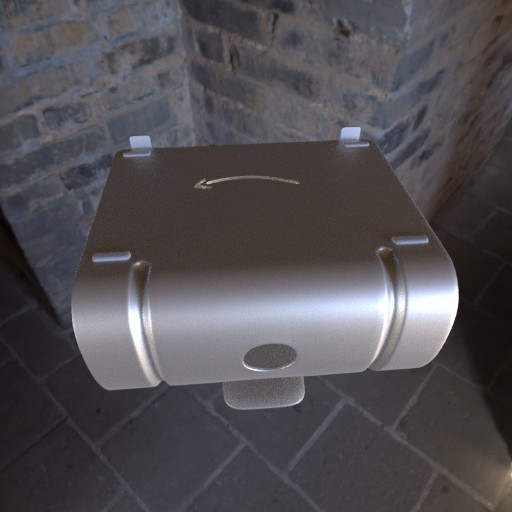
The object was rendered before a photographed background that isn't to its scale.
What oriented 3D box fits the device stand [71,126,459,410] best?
[{"bbox_3d":[0.000,0.000,0.393,0.256,0.155,0.236,-3,46,-3],"label":"device stand"}]
